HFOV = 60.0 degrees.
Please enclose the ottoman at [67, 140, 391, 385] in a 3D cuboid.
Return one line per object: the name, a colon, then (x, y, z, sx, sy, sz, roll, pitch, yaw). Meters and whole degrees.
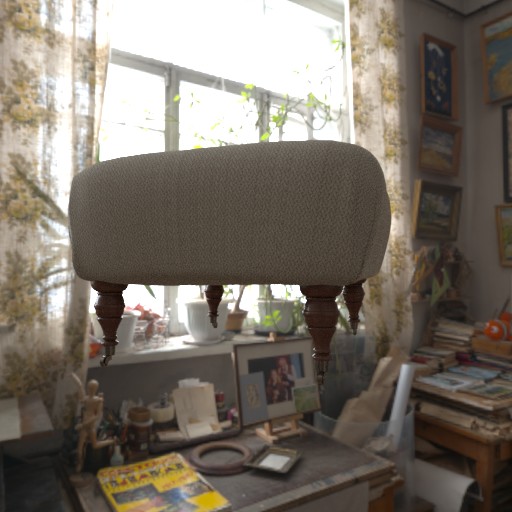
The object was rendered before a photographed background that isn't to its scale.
ottoman: (0.000, 0.000, 1.082, 0.622, 0.447, 0.684, 0, -1, 18)
